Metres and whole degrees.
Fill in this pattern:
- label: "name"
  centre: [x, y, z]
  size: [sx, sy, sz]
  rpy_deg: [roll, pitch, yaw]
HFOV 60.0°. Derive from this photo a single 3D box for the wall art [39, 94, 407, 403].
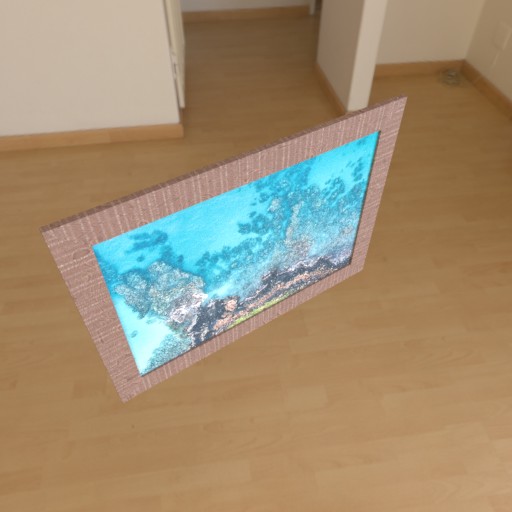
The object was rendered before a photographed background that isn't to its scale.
- label: "wall art"
  centre: [0.000, 0.000, 1.378]
  size: [1.056, 0.761, 0.020]
  rpy_deg: [-26, 51, -23]
